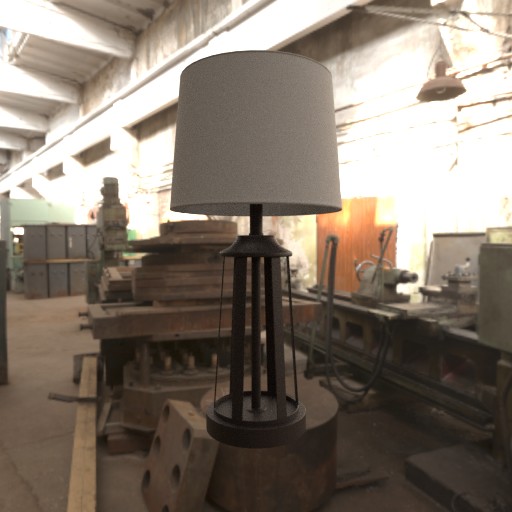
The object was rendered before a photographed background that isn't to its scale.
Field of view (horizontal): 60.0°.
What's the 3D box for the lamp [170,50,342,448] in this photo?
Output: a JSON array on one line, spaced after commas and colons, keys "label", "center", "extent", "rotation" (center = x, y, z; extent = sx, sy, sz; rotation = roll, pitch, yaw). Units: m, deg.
[{"label": "lamp", "center": [0.000, 0.000, 0.657], "extent": [0.251, 0.509, 0.251], "rotation": [0, 2, 0]}]
